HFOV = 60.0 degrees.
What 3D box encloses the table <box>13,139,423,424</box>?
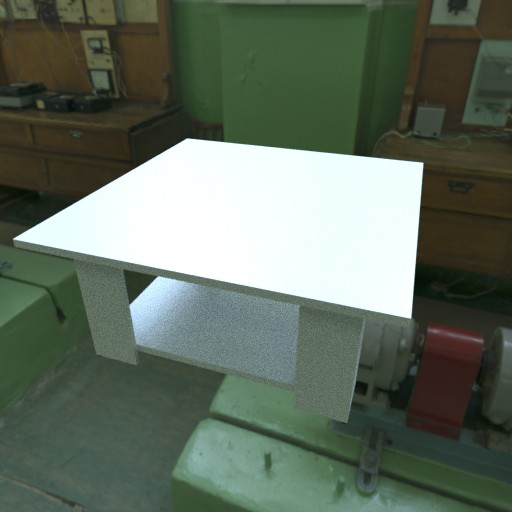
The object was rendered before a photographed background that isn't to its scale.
[{"bbox_3d":[0.000,0.000,1.033,0.670,0.305,0.670,10,32,17],"label":"table"}]
